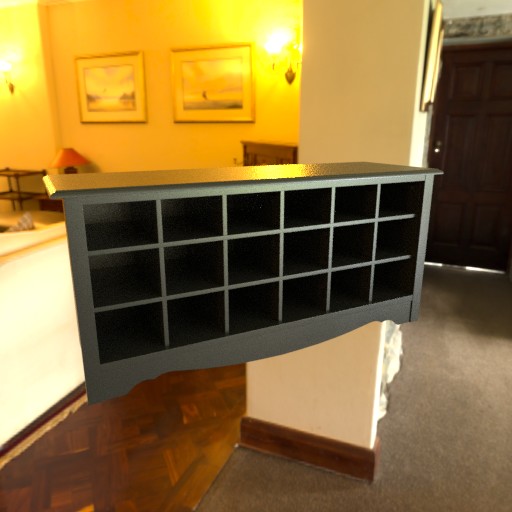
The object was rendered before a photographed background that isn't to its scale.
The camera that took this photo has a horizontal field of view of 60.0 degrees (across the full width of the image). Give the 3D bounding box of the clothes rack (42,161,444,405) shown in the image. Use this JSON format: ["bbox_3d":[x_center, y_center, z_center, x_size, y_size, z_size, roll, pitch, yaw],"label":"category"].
[{"bbox_3d":[0.000,0.000,1.483,1.219,0.556,0.406,-8,18,-26],"label":"clothes rack"}]
